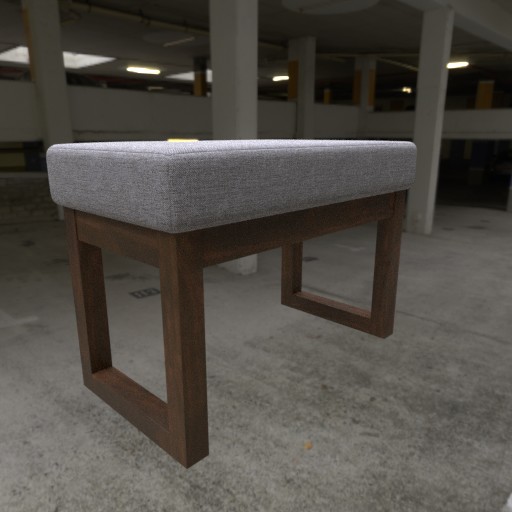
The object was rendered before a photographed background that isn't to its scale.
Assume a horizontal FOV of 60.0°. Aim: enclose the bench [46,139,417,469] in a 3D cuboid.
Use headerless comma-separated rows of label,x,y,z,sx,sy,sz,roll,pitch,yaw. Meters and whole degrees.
bench,0.000,0.000,0.931,0.366,0.467,0.681,14,21,42
